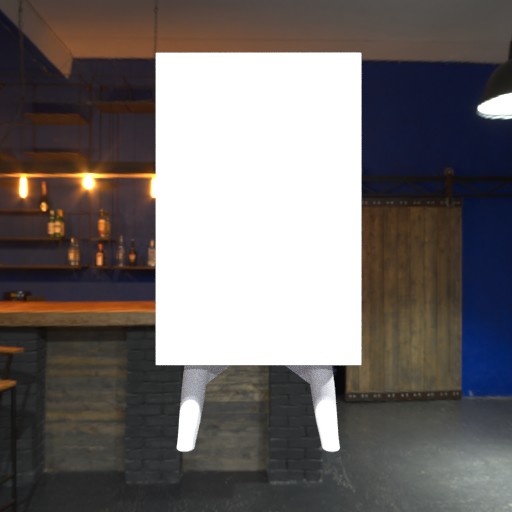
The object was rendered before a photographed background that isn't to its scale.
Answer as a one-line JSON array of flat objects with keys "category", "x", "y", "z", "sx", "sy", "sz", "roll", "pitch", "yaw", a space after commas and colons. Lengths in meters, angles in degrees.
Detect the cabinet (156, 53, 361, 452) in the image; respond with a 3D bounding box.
[{"category": "cabinet", "x": 0.000, "y": 0.000, "z": 1.230, "sx": 0.398, "sy": 0.761, "sz": 0.800, "roll": 0, "pitch": 0, "yaw": 0}]
